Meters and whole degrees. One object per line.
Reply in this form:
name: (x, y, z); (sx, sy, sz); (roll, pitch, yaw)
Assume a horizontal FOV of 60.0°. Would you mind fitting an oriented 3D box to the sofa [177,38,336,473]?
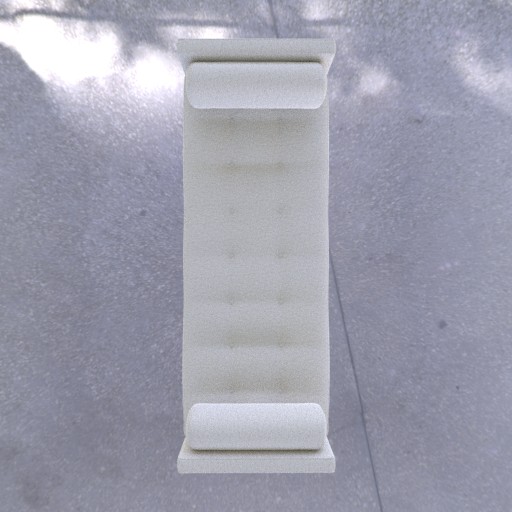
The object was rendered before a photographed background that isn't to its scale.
sofa: (0.000, 0.000, 2.304); (0.746, 0.641, 1.985); (0, 90, 0)
